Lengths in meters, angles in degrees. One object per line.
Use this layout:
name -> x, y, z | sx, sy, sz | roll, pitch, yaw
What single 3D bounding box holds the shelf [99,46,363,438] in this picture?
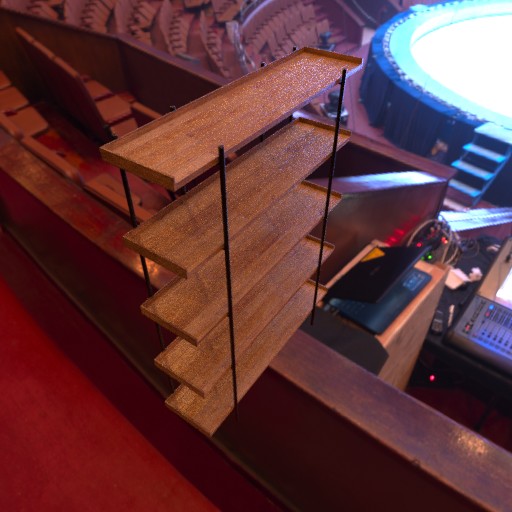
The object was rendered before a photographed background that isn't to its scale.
shelf -> 0.000, 0.000, 2.449 | 0.379, 1.826, 1.371 | 25, 47, 26
